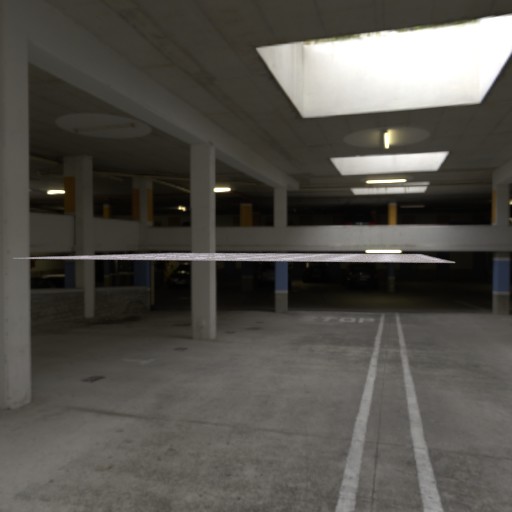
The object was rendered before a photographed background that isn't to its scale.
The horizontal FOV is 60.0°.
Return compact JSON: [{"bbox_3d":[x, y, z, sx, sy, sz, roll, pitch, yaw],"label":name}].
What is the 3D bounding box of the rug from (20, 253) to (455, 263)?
[{"bbox_3d":[0.000,0.000,3.864,2.880,0.005,2.391,0,1,17],"label":"rug"}]
